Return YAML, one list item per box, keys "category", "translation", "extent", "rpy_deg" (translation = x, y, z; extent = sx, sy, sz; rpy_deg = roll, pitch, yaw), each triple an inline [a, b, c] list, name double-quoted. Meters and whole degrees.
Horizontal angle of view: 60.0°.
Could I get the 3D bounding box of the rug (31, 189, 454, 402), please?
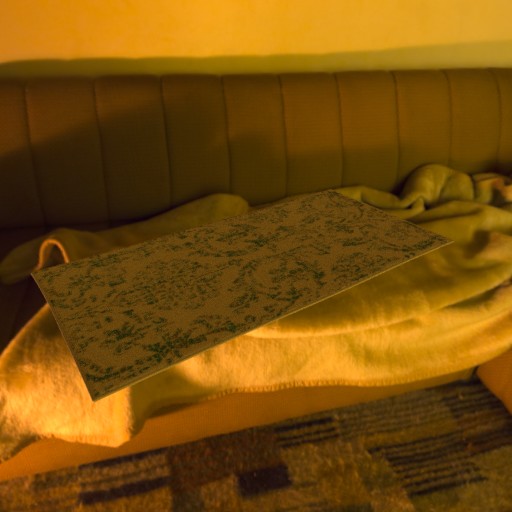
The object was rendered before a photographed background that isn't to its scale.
- category: "rug"
  translation: [0.000, 0.000, 1.406]
  extent: [1.220, 0.007, 0.605]
  rpy_deg: [-19, 34, -30]
